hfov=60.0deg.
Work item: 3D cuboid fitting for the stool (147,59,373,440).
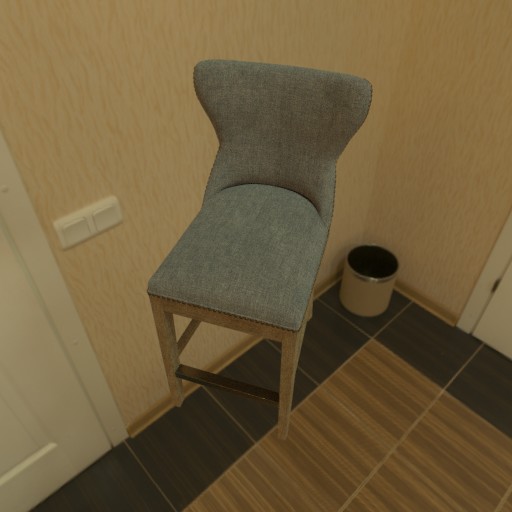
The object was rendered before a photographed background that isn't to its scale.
[{"bbox_3d":[0.000,0.000,1.357,0.498,0.981,0.608,13,44,13],"label":"stool"}]
